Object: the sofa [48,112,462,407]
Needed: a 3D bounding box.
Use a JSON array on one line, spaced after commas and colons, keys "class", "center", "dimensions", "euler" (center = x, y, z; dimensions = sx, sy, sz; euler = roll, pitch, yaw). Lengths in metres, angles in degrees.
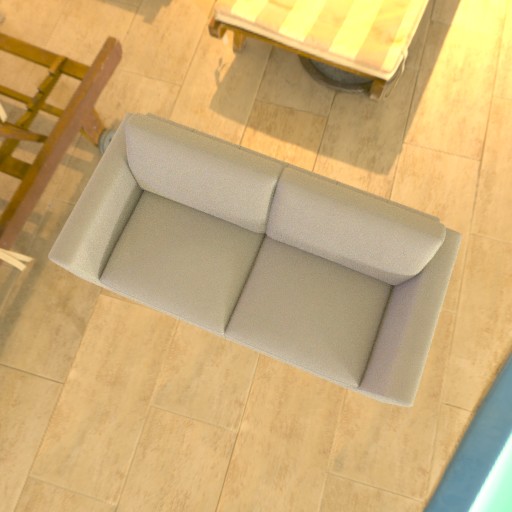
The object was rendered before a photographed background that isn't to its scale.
[{"class": "sofa", "center": [0.000, 0.000, 2.500], "dimensions": [2.017, 0.875, 0.953], "euler": [21, 75, 6]}]
